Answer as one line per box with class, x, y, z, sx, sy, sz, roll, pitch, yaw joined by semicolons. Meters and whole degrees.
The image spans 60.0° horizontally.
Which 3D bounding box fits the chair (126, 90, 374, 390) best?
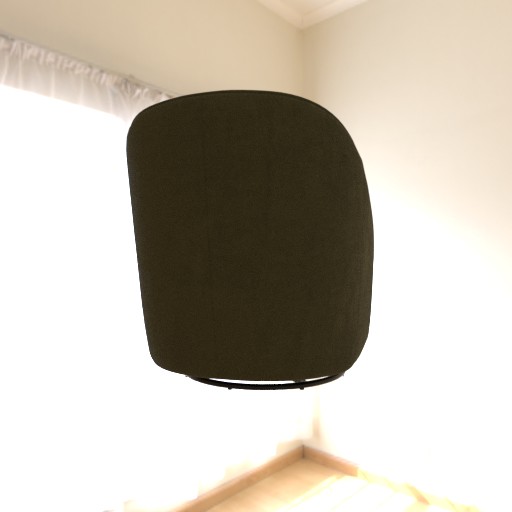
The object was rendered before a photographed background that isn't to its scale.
chair;0.000;0.000;1.490;0.747;0.799;0.875;0;-1;18
